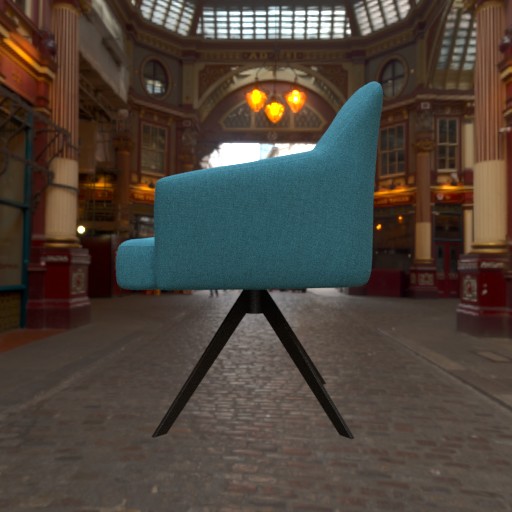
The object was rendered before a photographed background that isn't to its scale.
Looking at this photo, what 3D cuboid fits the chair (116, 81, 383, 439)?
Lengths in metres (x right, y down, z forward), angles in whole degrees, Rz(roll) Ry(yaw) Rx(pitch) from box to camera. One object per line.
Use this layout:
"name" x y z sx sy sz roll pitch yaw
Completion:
"chair" 0.000 0.000 1.306 0.677 0.874 0.642 0 -1 1
